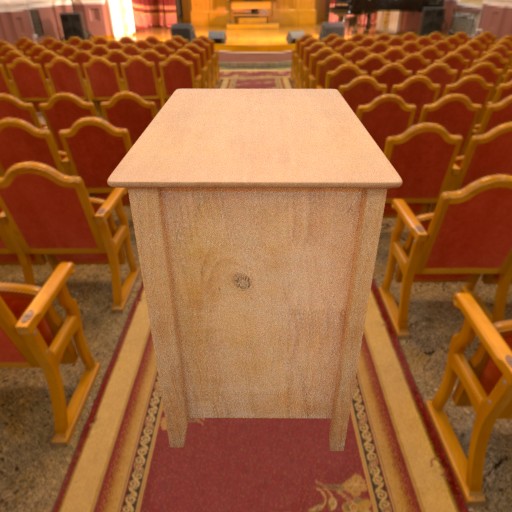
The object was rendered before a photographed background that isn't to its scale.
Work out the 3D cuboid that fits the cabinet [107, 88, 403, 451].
[{"bbox_3d":[0.000,0.000,1.266,0.503,0.762,0.763,0,32,0],"label":"cabinet"}]
